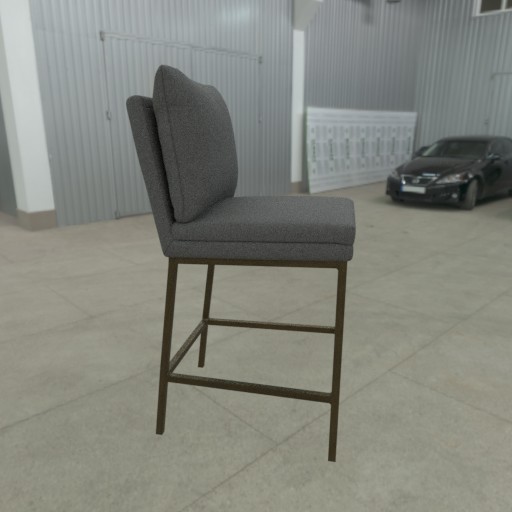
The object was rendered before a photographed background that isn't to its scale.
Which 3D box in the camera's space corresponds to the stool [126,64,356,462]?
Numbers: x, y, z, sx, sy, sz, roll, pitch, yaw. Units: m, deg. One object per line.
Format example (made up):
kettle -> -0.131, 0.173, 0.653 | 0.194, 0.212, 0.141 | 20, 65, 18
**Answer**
stool -> 0.000, 0.000, 1.342 | 0.569, 1.030, 0.463 | 3, 16, 11
